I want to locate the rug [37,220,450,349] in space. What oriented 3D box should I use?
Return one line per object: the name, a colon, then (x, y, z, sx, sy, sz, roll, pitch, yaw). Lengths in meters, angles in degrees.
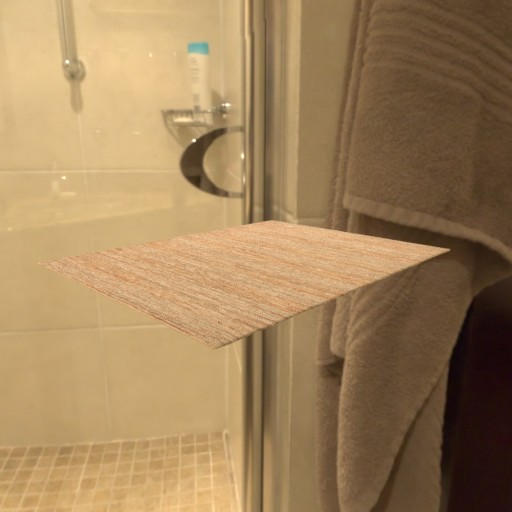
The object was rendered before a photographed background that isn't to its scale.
rug: (0.000, 0.000, 3.968, 2.313, 0.009, 2.939, 14, 20, 43)
